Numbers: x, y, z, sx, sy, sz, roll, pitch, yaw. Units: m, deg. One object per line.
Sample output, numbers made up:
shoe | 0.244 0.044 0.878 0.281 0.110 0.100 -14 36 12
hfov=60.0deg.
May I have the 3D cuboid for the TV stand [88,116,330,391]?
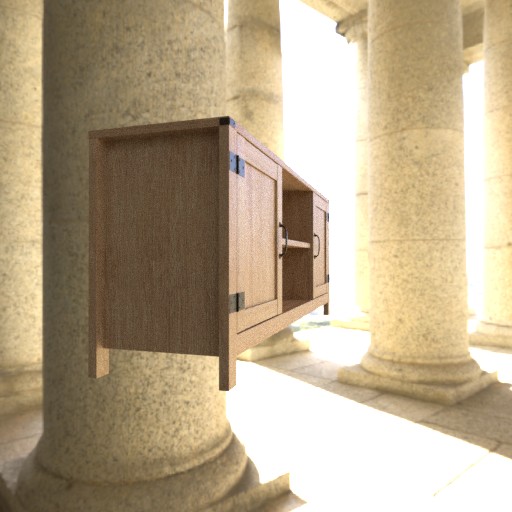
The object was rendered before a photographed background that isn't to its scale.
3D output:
TV stand | 0.000 0.000 1.728 0.398 0.610 1.466 0 0 18
